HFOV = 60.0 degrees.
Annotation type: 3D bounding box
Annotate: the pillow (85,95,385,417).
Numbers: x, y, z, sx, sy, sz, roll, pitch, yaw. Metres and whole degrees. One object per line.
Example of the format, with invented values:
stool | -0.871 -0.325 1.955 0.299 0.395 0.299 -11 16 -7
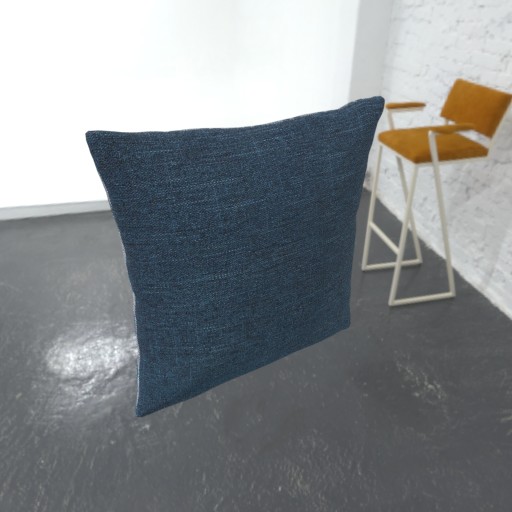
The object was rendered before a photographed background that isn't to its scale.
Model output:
pillow | 0.000 0.000 0.670 0.435 0.435 0.159 -18 34 -28
